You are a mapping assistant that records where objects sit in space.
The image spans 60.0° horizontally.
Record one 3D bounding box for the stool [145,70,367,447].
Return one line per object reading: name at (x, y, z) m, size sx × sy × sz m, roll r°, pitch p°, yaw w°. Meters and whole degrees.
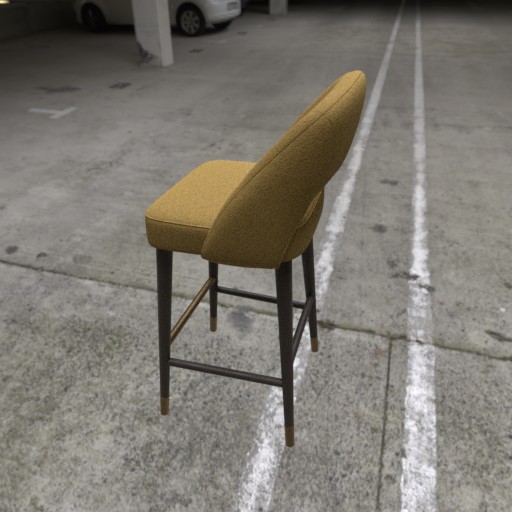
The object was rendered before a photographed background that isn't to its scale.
stool at (0.000, 0.000, 1.318) m, size 0.522 × 1.032 × 0.536 m, roll 9°, pitch 31°, yaw 14°
